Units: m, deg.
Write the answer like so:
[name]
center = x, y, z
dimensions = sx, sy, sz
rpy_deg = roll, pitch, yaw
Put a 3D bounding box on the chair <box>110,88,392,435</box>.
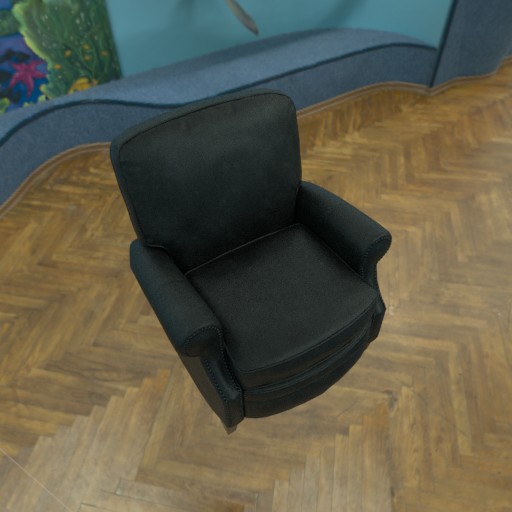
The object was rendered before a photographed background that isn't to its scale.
[chair]
center = 0.000, 0.000, 1.779
dimensions = 0.936, 1.018, 0.986
rpy_deg = -25, 51, -22
